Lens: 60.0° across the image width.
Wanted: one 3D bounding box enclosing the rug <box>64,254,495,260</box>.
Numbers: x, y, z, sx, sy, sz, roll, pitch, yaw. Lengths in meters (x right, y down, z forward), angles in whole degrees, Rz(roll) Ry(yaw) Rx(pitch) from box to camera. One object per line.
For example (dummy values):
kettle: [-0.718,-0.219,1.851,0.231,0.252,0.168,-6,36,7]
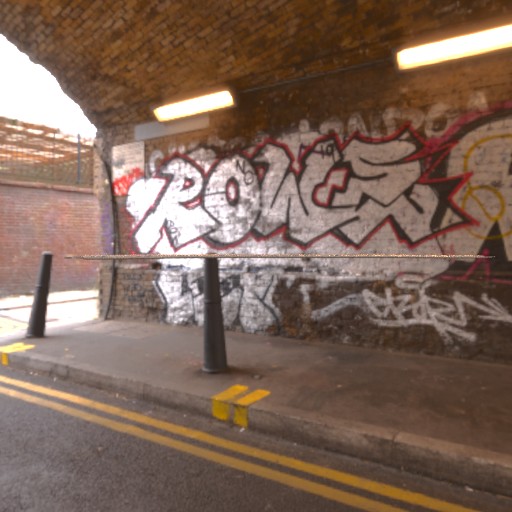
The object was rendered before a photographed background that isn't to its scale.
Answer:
rug: [0.000,0.000,4.759,3.585,0.036,2.892,0,0,-19]
